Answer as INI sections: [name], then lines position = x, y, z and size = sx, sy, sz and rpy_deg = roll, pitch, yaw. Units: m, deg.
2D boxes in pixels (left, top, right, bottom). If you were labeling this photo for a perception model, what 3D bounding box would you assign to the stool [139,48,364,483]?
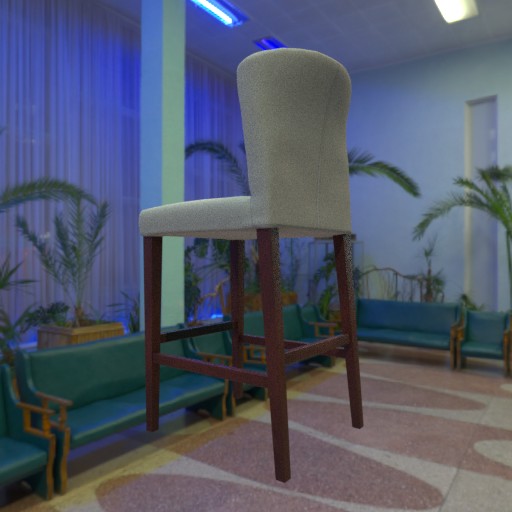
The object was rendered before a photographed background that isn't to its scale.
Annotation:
[stool]
position = 0.000, 0.000, 1.371
size = 0.568, 1.069, 0.479
rpy_deg = 0, 0, 38
